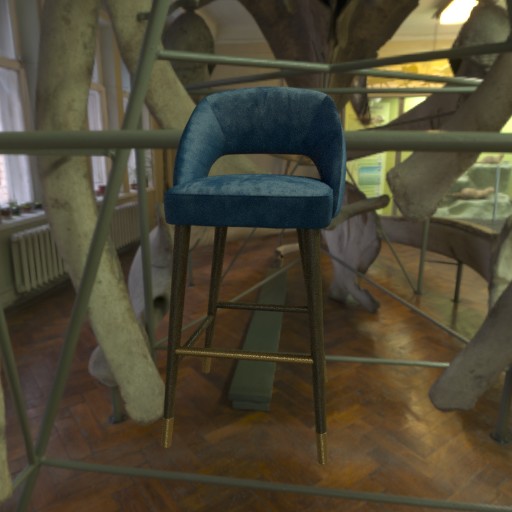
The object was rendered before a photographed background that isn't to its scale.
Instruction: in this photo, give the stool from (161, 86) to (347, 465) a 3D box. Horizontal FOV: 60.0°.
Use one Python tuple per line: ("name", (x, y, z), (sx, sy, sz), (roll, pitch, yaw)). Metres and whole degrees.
("stool", (0.000, 0.000, 1.342), (0.514, 1.016, 0.515), (2, 15, 9))
